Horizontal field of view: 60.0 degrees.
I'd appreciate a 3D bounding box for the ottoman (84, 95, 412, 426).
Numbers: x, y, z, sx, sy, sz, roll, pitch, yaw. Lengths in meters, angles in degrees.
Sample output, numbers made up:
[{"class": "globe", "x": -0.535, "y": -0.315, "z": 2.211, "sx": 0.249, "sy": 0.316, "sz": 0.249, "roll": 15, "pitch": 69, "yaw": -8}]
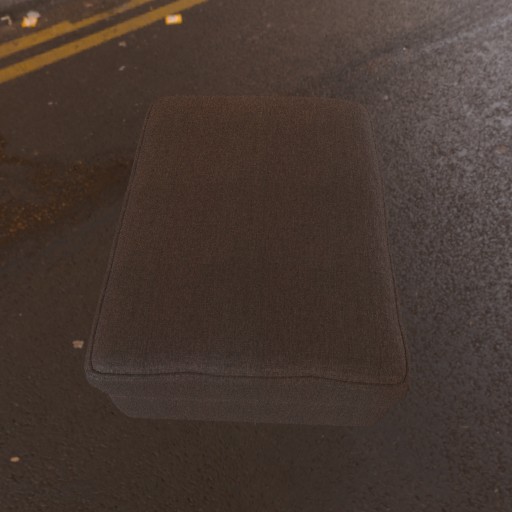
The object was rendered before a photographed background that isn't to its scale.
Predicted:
[{"class": "ottoman", "x": 0.000, "y": 0.000, "z": 1.188, "sx": 0.639, "sy": 0.496, "sz": 0.826, "roll": 2, "pitch": 57, "yaw": 1}]
